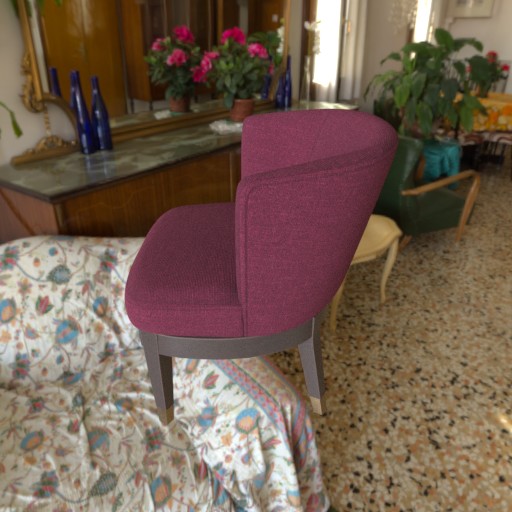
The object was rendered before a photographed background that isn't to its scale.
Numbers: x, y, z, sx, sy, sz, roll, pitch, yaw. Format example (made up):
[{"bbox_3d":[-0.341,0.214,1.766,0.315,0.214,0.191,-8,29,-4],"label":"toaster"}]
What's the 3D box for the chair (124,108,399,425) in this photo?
[{"bbox_3d":[0.000,0.000,1.274,0.660,0.760,0.700,0,27,-1],"label":"chair"}]
